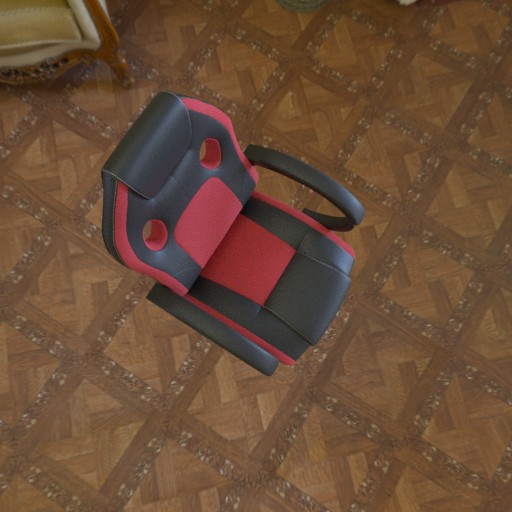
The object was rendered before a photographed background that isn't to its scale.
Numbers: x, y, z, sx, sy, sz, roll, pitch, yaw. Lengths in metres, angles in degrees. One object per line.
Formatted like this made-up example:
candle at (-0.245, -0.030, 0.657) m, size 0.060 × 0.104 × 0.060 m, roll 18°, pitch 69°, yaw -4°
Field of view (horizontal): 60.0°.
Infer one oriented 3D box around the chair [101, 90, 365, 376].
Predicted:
chair at (0.000, 0.000, 1.591) m, size 0.724 × 1.187 × 0.673 m, roll 31°, pitch 78°, yaw 7°
